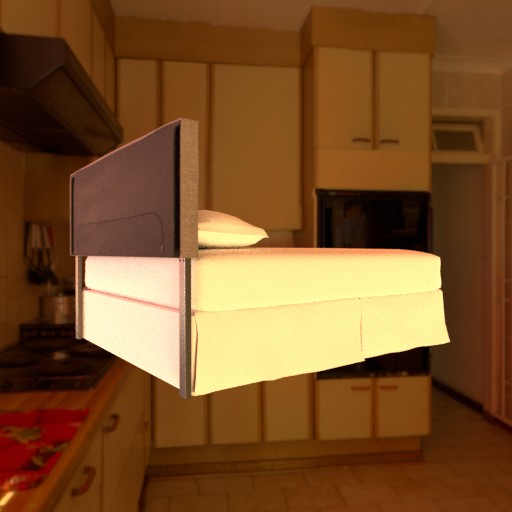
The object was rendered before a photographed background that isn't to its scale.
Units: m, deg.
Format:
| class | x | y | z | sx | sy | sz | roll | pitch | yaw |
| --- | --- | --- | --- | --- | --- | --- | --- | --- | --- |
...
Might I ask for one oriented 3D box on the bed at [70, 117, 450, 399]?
| class | x | y | z | sx | sy | sz | roll | pitch | yaw |
| --- | --- | --- | --- | --- | --- | --- | --- | --- | --- |
| bed | 0.000 | 0.000 | 2.859 | 1.894 | 1.089 | 1.610 | 0 | 1 | -37 |
